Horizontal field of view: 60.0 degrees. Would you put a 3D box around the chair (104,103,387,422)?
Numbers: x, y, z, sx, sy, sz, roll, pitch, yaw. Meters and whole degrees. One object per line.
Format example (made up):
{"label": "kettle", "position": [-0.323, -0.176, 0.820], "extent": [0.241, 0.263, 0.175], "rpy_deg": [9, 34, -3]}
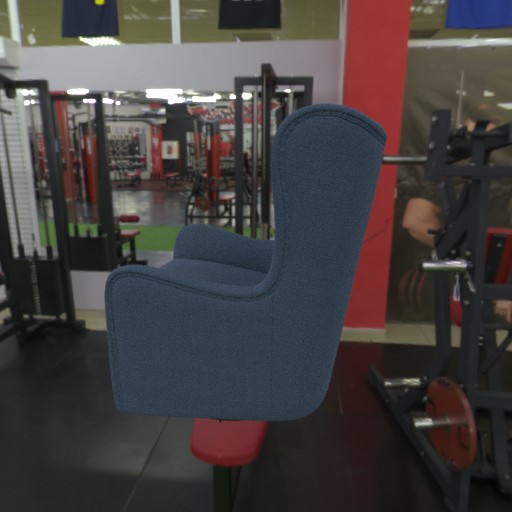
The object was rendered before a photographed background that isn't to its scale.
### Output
{"label": "chair", "position": [0.000, 0.000, 1.754], "extent": [0.930, 1.079, 0.831], "rpy_deg": [2, 15, 9]}
